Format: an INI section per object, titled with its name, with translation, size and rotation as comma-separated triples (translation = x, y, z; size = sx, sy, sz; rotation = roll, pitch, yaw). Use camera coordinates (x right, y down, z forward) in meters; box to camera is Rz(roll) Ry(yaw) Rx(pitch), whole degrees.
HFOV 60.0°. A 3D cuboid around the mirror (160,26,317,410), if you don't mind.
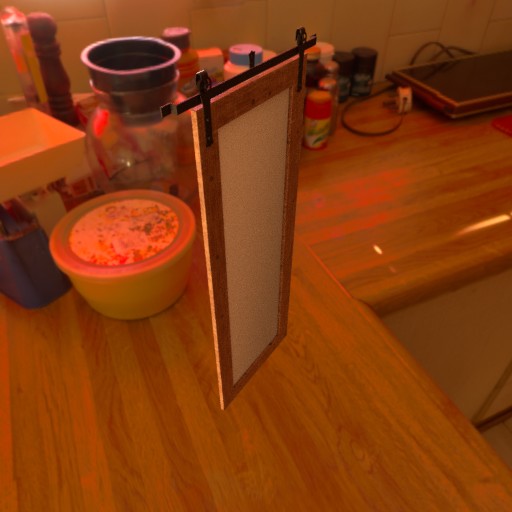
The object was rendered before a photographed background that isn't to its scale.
[mirror]
translation = 0.000, 0.000, 2.014
size = 0.042, 1.793, 0.847
rotation = 25, 48, 26
